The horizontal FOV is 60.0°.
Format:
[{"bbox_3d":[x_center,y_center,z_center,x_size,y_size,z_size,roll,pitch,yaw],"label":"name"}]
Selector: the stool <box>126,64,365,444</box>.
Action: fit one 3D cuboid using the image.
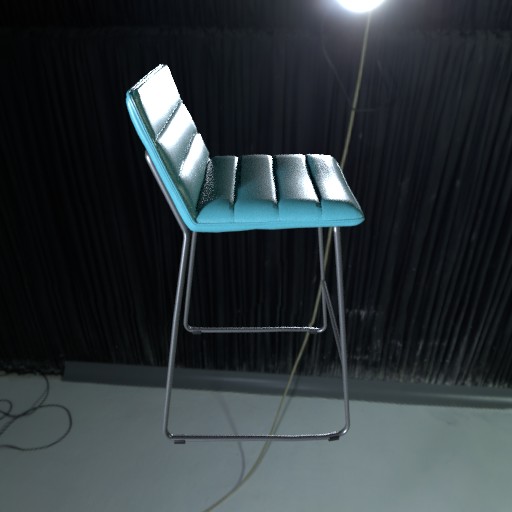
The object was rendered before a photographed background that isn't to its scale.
[{"bbox_3d":[0.000,0.000,1.215,0.524,0.936,0.489,0,31,-1],"label":"stool"}]
